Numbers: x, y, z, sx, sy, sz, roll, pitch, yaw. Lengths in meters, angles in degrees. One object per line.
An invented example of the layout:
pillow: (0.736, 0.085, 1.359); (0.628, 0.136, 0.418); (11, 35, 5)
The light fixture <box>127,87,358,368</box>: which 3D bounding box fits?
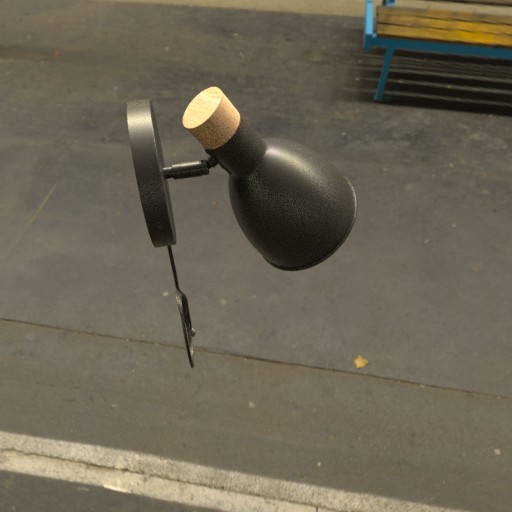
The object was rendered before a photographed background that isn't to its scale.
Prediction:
light fixture: (0.000, 0.000, 0.499); (0.203, 0.401, 0.127); (-9, 49, -8)
